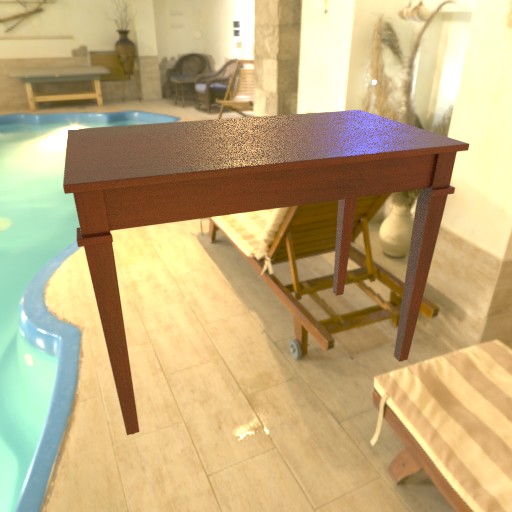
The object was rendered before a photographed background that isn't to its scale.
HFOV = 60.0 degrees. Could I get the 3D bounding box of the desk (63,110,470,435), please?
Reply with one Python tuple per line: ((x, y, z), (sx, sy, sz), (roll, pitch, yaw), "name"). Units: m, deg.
((0.000, 0.000, 1.423), (1.001, 0.762, 0.549), (-9, 29, -17), "desk")
